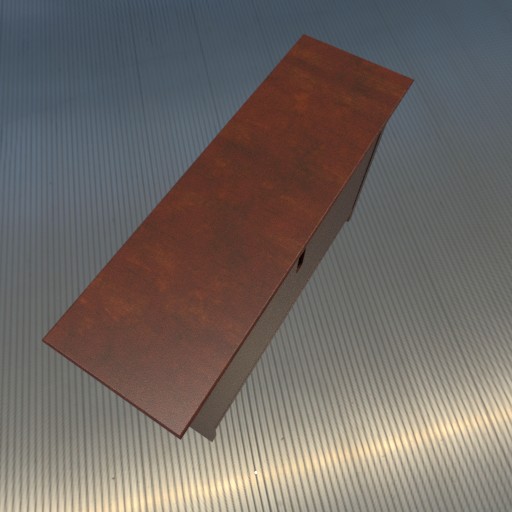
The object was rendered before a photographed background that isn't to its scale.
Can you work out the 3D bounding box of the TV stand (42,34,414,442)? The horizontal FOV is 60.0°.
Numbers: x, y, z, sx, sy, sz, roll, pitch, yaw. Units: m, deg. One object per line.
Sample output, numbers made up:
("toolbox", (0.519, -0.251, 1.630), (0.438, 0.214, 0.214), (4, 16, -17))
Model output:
("TV stand", (0.000, 0.000, 1.749), (0.445, 0.915, 1.372), (29, 68, 13))
